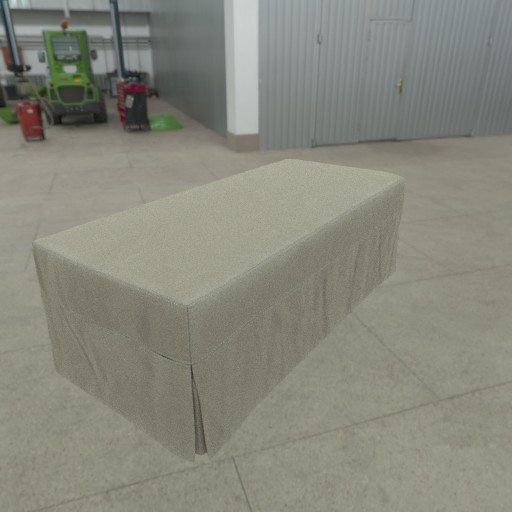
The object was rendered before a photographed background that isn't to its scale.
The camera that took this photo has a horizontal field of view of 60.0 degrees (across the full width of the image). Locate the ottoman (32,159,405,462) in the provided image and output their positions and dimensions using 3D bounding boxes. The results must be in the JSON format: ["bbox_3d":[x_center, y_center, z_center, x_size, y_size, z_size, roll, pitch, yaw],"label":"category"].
[{"bbox_3d":[0.000,0.000,1.656,0.665,0.457,1.388,17,29,32],"label":"ottoman"}]
